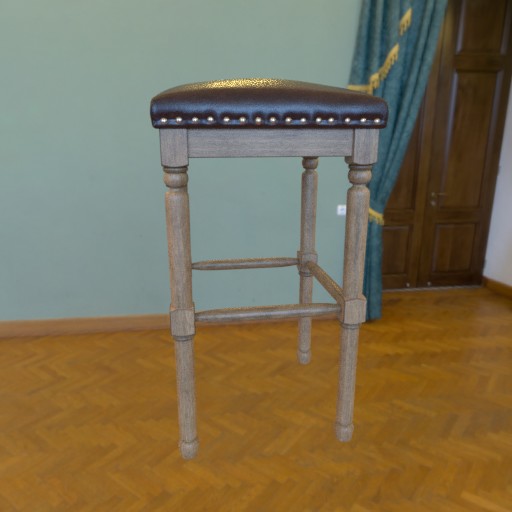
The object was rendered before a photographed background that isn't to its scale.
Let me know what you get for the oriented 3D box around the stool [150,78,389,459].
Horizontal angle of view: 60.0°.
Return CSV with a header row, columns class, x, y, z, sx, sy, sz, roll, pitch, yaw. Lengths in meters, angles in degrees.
class,x,y,z,sx,sy,sz,roll,pitch,yaw
stool,0.000,0.000,0.946,0.382,0.702,0.383,-2,16,-9
